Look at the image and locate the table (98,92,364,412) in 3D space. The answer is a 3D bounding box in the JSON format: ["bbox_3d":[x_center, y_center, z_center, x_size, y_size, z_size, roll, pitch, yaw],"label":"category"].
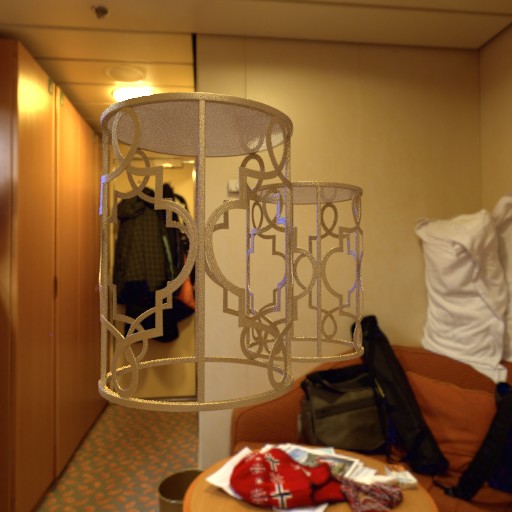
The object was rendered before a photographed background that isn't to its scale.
[{"bbox_3d":[0.000,0.000,1.162,0.420,0.564,0.846,-1,-2,37],"label":"table"}]
